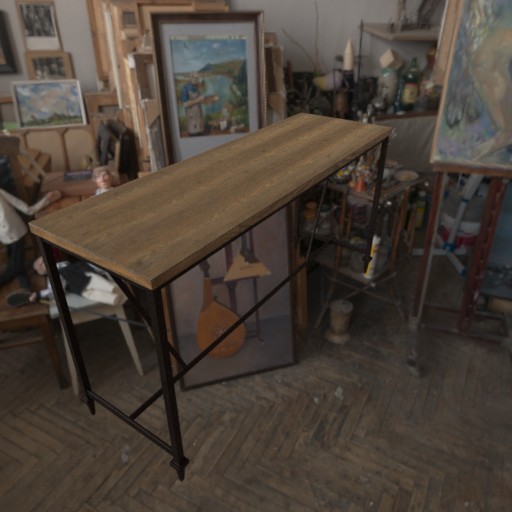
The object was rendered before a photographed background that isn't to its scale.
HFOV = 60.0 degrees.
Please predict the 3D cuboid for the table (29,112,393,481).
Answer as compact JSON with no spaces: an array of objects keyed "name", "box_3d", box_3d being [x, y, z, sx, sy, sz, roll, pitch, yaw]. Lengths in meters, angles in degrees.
[{"name":"table","box_3d":[0.000,0.000,2.072,0.551,0.902,1.700,20,37,29]}]
